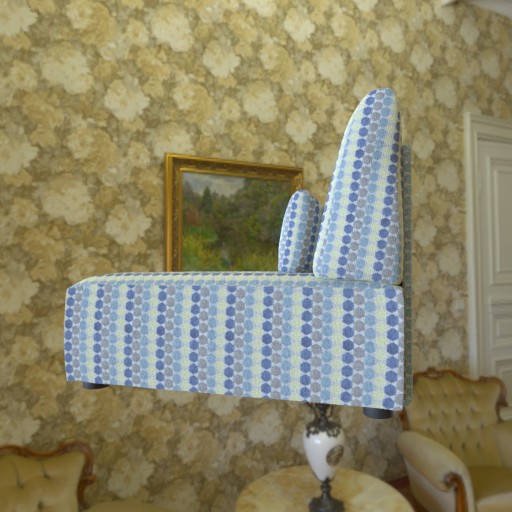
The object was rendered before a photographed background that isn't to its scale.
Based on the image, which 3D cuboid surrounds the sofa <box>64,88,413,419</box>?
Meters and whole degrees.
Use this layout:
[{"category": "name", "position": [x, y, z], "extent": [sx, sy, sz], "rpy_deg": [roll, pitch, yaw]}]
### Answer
[{"category": "sofa", "position": [0.000, 0.000, 1.533], "extent": [1.000, 0.820, 0.700], "rpy_deg": [-1, -2, 17]}]
